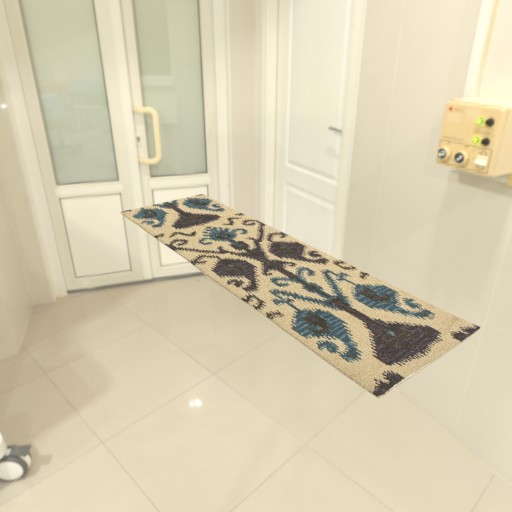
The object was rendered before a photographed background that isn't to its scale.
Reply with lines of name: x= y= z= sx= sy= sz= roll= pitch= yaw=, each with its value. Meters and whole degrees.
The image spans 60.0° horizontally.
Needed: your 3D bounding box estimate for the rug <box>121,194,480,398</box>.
rug: x=0.000 y=0.000 z=2.540 sx=0.692 sy=0.017 sz=2.301 roll=-19 pitch=32 yaw=-33
